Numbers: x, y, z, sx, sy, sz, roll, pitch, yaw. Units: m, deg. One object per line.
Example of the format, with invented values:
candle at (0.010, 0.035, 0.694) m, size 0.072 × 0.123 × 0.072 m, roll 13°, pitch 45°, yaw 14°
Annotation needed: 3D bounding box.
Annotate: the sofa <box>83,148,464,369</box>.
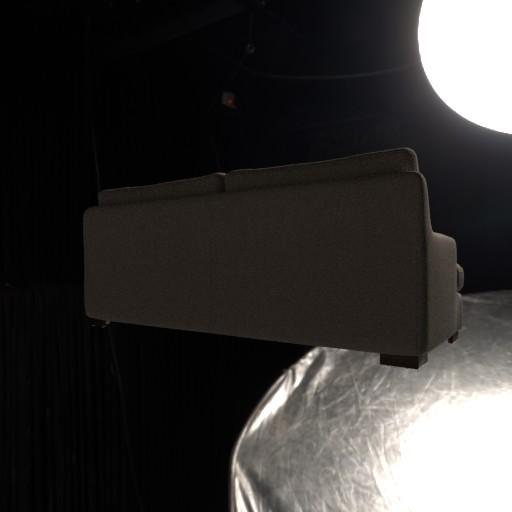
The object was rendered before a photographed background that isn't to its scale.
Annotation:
sofa at (0.000, 0.000, 2.873) m, size 2.354 × 0.980 × 0.962 m, roll 0°, pitch -1°, yaw 35°
